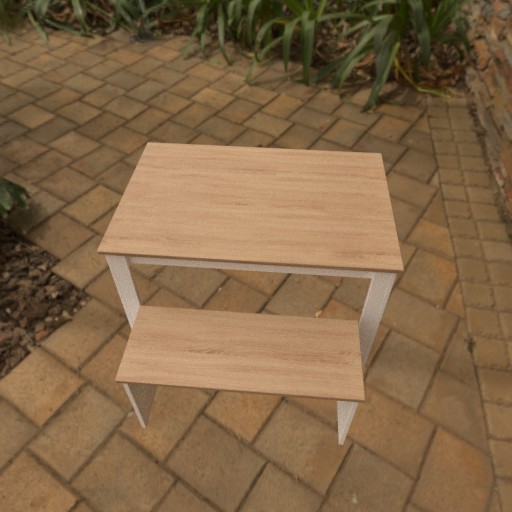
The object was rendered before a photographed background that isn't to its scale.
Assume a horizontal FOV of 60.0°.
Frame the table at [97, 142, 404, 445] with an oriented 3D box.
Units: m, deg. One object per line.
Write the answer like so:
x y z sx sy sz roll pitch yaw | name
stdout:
0.000 0.000 2.077 1.100 0.700 1.443 4 46 3 | table
